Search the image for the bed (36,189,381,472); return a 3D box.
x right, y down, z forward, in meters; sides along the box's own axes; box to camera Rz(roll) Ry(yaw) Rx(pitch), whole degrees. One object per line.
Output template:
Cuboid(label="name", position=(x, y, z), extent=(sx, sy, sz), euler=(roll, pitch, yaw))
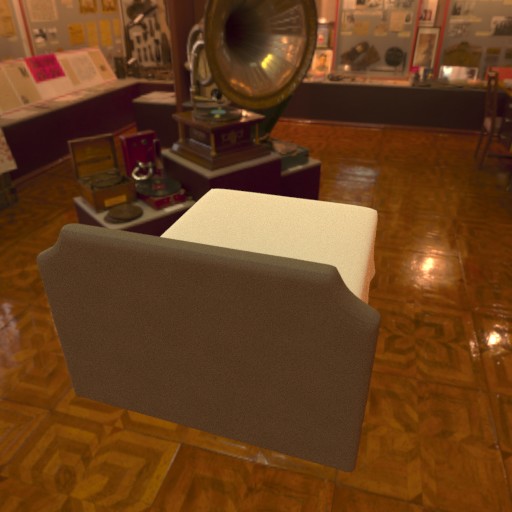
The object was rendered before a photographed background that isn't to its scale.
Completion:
Cuboid(label="bed", position=(0.000, 0.000, 3.243), extent=(1.831, 1.297, 2.181), euler=(9, 32, 15))
